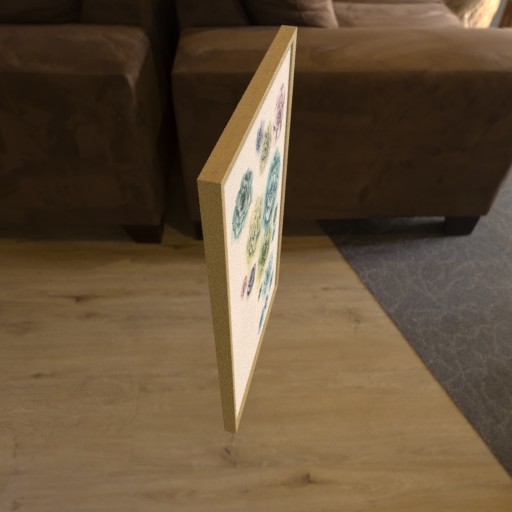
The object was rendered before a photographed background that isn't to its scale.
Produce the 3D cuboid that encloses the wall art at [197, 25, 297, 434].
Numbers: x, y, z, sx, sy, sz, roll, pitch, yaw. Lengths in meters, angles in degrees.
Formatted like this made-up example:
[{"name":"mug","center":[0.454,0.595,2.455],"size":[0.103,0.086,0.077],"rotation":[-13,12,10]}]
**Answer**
[{"name":"wall art","center":[0.000,0.000,1.009],"size":[0.039,0.810,0.510],"rotation":[11,48,9]}]
